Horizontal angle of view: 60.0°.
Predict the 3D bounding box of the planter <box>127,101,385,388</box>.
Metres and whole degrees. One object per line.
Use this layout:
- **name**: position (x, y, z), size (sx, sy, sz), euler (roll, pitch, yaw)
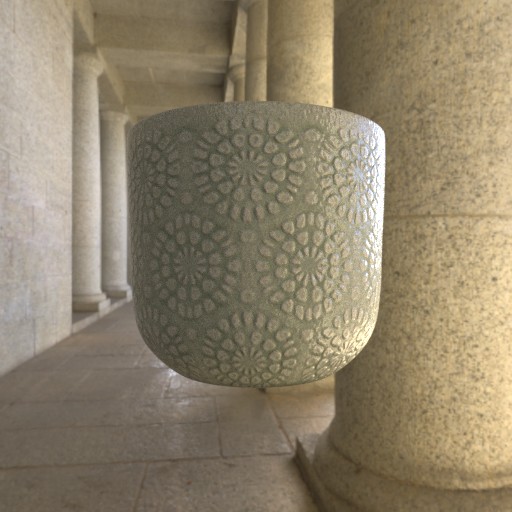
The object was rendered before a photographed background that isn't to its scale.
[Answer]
- **planter**: position (0.000, 0.000, 0.302), size (0.169, 0.153, 0.169), euler (0, 0, 0)
